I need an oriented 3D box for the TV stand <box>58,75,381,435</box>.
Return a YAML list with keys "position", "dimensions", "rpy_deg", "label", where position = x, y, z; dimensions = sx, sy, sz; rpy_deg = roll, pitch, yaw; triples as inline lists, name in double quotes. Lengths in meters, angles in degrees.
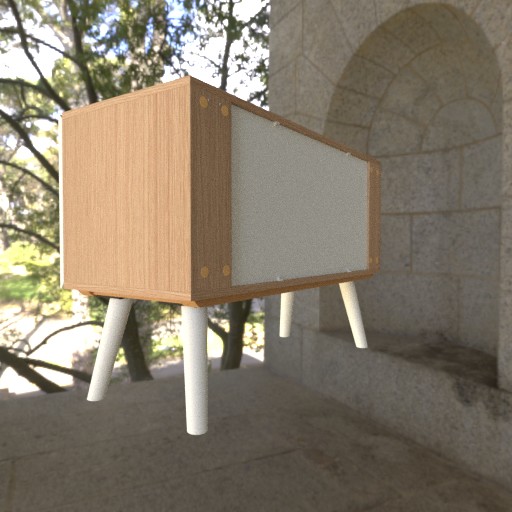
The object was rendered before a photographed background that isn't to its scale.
- position: [0.000, 0.000, 1.306]
  dimensions: [0.407, 0.660, 0.991]
  rpy_deg: [1, 2, 35]
  label: "TV stand"
